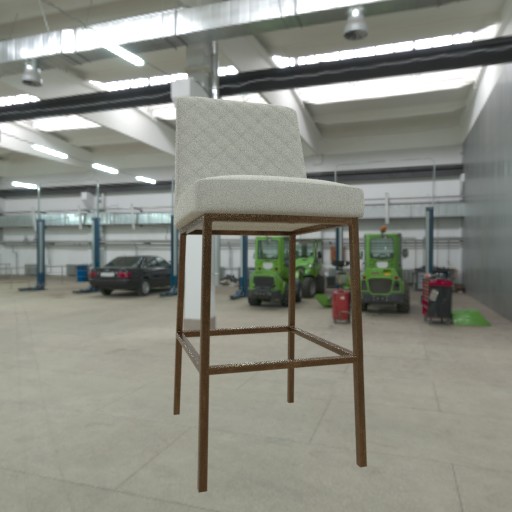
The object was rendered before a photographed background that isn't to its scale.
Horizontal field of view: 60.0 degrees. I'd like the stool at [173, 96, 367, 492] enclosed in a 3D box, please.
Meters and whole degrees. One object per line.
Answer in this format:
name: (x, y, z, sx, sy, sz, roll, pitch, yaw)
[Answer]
stool: (0.000, 0.000, 1.332, 0.462, 1.084, 0.546, 0, 0, -17)
